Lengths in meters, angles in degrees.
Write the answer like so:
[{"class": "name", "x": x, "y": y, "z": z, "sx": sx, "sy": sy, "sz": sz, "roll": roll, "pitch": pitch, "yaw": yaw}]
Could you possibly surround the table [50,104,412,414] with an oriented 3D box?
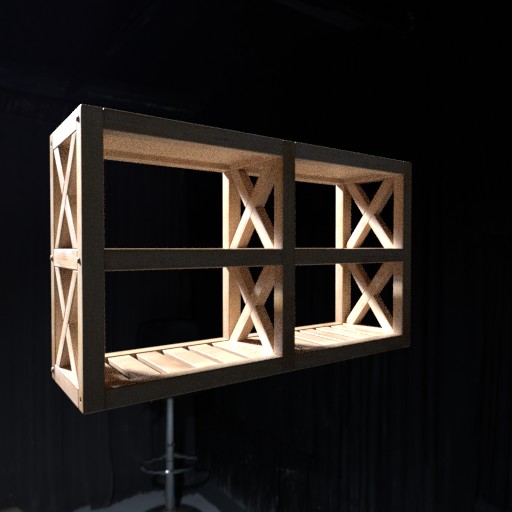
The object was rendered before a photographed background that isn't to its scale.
[{"class": "table", "x": 0.000, "y": 0.000, "z": 1.615, "sx": 1.320, "sy": 0.762, "sz": 0.381, "roll": -1, "pitch": 1, "yaw": -35}]
